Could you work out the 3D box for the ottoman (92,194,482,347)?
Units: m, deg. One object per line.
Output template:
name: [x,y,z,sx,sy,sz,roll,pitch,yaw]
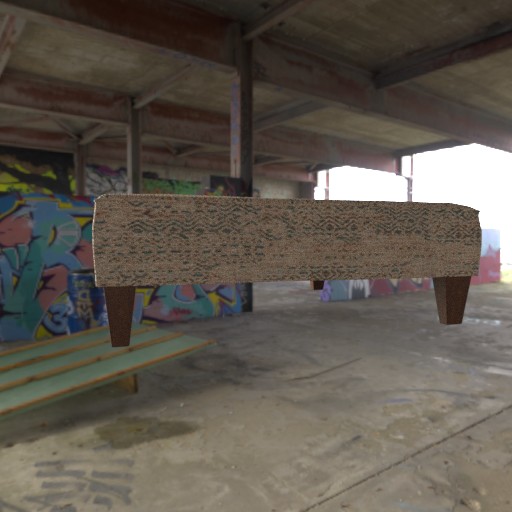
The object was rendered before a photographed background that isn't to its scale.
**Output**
ottoman: [0.000,0.000,1.520,1.004,0.356,0.968,-1,2,-17]
